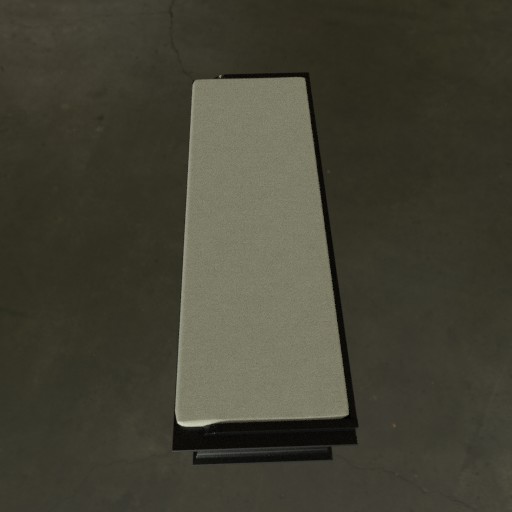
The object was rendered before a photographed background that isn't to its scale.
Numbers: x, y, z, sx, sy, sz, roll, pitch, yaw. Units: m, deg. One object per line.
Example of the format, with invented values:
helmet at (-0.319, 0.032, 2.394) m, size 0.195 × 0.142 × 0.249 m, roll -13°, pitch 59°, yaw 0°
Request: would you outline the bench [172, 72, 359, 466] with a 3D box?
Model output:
bench at (0.000, 0.000, 1.422) m, size 0.402 × 0.501 × 1.185 m, roll -2°, pitch 60°, yaw -1°
